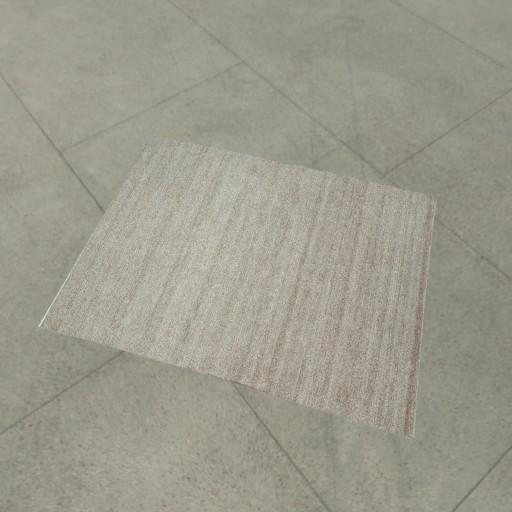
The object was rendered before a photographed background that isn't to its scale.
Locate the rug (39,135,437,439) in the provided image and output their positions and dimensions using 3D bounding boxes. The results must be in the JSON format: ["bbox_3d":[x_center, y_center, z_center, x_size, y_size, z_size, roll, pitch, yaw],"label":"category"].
[{"bbox_3d":[0.000,0.000,4.183,3.202,0.045,2.434,14,60,9],"label":"rug"}]
